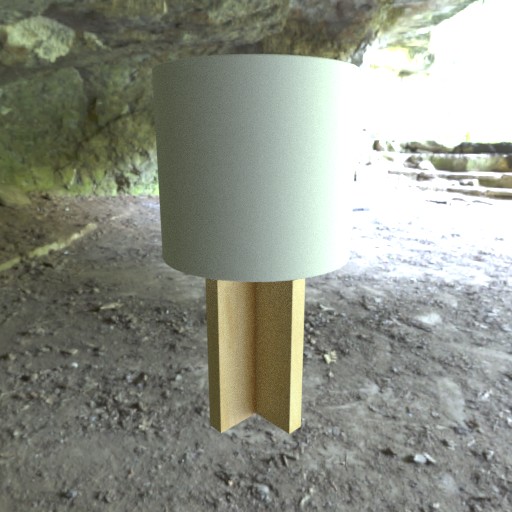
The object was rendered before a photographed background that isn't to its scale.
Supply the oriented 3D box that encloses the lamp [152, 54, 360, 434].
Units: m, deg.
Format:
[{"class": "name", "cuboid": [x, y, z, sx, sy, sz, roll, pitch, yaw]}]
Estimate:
[{"class": "lamp", "cuboid": [0.000, 0.000, 0.553, 0.229, 0.428, 0.229, -14, 20, -42]}]
